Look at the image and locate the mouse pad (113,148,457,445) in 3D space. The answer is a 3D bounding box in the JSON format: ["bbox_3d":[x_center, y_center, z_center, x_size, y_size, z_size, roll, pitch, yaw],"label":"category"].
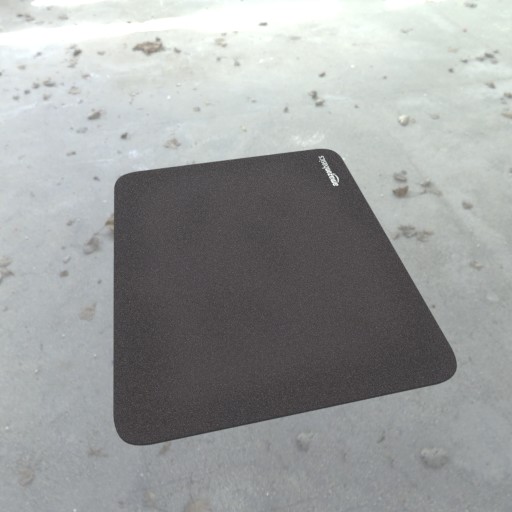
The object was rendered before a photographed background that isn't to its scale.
[{"bbox_3d":[0.000,0.000,0.336,0.211,0.002,0.249,-9,48,-8],"label":"mouse pad"}]
